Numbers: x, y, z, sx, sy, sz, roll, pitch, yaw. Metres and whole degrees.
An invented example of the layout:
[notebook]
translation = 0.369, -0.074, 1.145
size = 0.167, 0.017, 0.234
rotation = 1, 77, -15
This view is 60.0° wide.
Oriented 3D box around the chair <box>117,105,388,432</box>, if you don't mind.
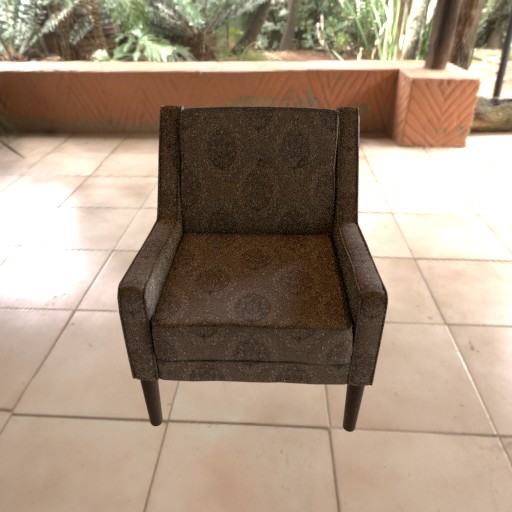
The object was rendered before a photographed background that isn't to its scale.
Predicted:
[chair]
translation = 0.000, 0.000, 1.375
size = 0.665, 0.797, 0.750
rotation = 1, 32, 2
